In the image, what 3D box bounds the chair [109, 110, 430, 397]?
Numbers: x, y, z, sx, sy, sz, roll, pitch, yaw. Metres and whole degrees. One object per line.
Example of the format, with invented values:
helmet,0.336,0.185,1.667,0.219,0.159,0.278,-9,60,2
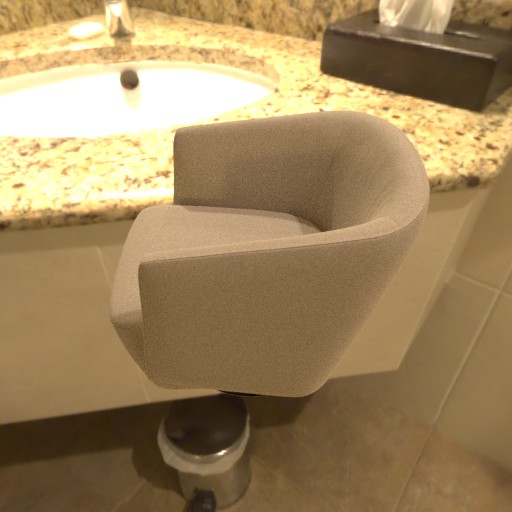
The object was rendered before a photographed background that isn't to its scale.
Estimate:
chair,0.000,0.000,1.619,0.986,0.861,0.822,-1,41,-1
